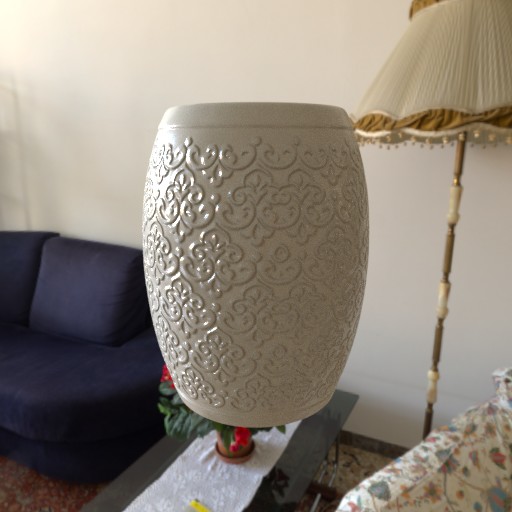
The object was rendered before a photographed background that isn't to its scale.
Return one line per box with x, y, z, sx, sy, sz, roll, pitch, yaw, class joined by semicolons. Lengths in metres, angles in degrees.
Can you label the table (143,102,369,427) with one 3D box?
0.000;0.000;0.628;0.309;0.397;0.309;0;14;0;table
